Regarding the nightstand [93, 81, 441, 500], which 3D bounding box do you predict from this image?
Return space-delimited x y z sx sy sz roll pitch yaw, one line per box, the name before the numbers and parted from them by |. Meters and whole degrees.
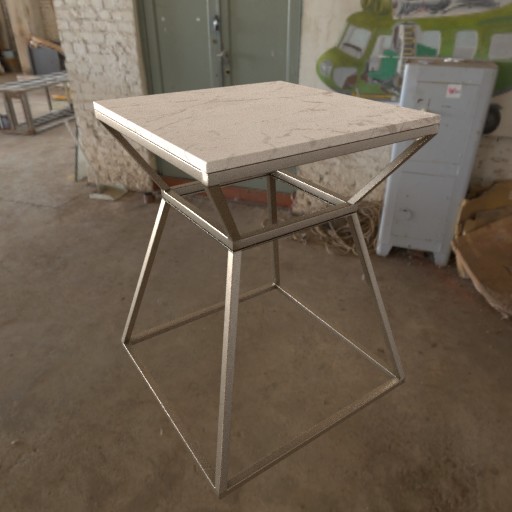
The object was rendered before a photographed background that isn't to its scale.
nightstand | 0.000 0.000 0.856 0.455 0.554 0.455 -19 35 -29
